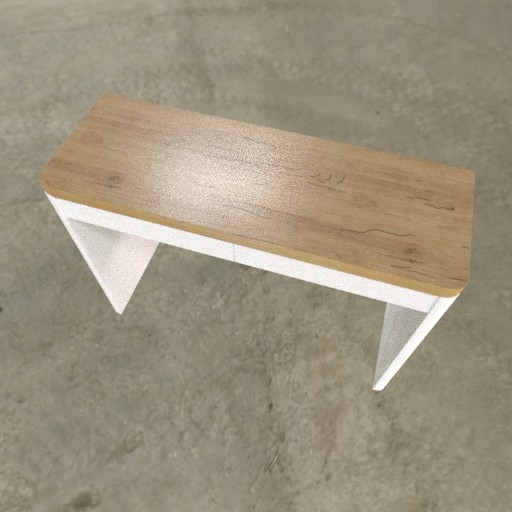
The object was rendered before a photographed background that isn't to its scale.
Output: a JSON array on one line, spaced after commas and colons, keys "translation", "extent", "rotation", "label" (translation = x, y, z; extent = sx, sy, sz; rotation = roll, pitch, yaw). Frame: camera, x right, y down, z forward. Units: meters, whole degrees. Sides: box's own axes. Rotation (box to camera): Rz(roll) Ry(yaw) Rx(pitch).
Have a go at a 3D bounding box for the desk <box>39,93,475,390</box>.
[{"translation": [0.000, 0.000, 1.485], "extent": [1.100, 0.760, 0.390], "rotation": [15, 58, 9], "label": "desk"}]
